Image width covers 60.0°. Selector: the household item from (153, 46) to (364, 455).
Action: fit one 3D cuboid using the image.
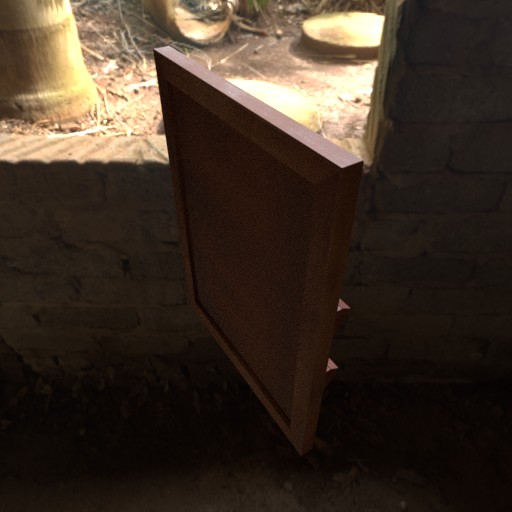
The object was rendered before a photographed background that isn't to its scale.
[{"bbox_3d":[0.000,0.000,0.533,0.067,0.407,0.310,-23,46,-24],"label":"household item"}]
